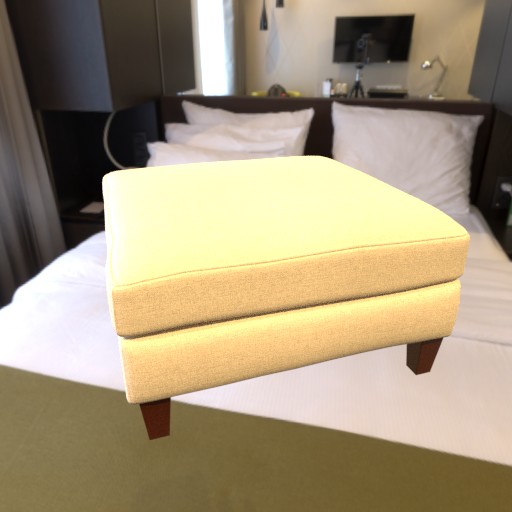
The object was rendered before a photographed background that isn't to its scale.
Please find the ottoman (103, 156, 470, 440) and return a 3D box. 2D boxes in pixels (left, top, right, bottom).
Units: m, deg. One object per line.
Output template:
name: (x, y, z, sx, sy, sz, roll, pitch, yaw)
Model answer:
ottoman: (0.000, 0.000, 1.341, 0.838, 0.478, 0.838, -8, 26, -16)
